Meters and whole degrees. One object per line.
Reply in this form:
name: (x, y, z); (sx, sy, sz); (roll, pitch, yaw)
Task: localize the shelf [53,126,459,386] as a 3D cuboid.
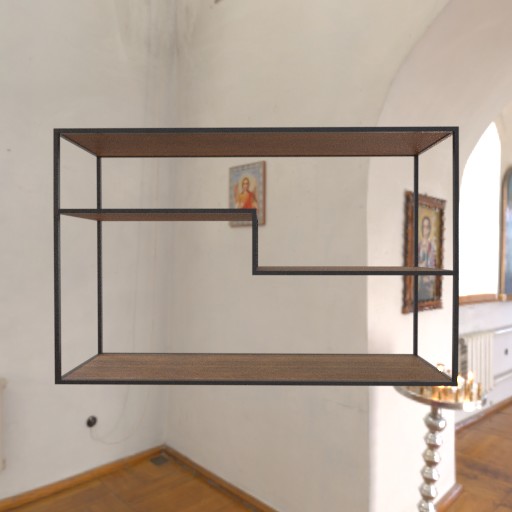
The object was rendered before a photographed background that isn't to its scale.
shelf: (0.000, 0.000, 1.492); (1.201, 0.765, 0.361); (0, 1, 1)
